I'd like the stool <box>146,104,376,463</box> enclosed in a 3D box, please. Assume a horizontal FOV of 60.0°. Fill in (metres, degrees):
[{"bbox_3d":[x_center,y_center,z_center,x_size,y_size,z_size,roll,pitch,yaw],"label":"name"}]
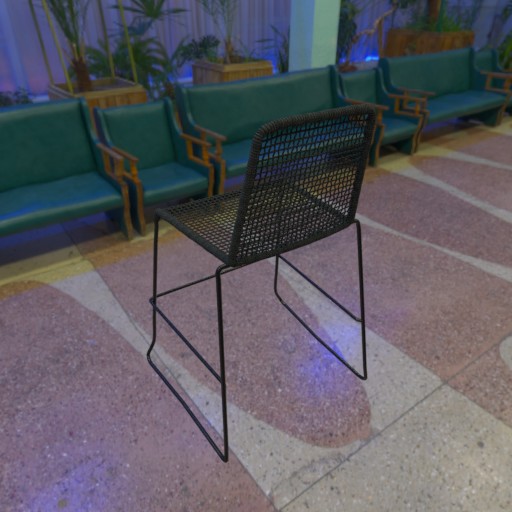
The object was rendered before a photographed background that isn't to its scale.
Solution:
[{"bbox_3d":[0.000,0.000,1.271,0.590,0.905,0.509,-19,37,-28],"label":"stool"}]
